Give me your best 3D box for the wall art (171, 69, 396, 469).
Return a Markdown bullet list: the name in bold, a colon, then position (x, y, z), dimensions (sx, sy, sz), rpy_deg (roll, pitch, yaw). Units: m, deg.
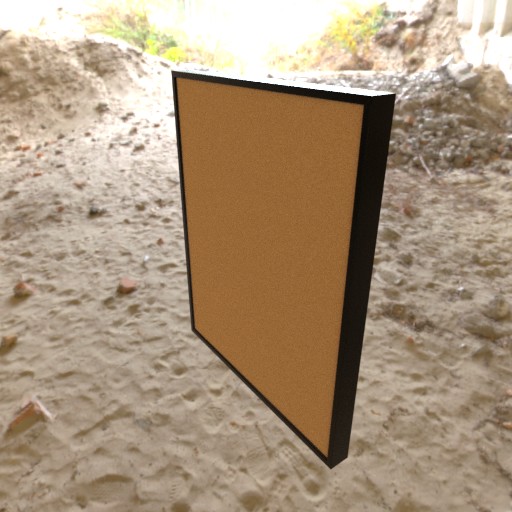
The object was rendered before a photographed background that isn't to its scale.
- **wall art**: position (0.000, 0.000, 0.743), dimensions (0.039, 0.553, 0.451), rpy_deg (-18, 32, -32)
